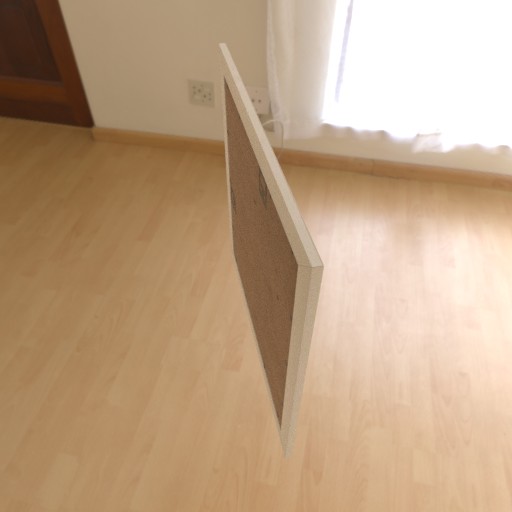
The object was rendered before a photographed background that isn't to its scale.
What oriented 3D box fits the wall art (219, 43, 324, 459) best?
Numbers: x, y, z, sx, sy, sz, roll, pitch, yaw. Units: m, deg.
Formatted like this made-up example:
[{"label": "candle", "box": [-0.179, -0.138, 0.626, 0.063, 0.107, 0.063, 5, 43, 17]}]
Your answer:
[{"label": "wall art", "box": [0.000, 0.000, 0.873, 0.013, 0.584, 0.584, -10, 48, -9]}]
